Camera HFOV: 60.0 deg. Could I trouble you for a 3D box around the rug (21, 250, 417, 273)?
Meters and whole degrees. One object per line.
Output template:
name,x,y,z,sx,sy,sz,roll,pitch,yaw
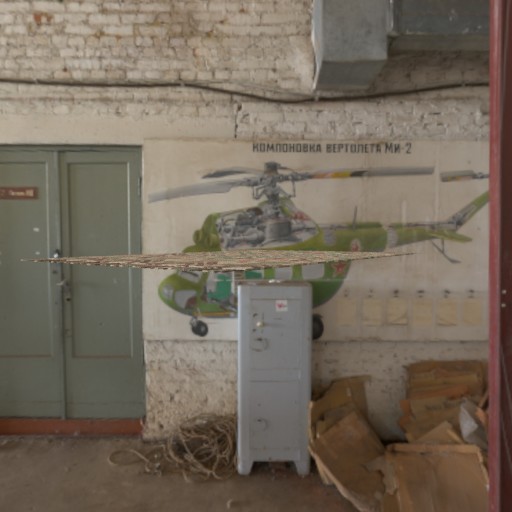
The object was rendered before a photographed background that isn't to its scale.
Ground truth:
rug,0.000,0.000,3.004,1.524,0.011,2.438,2,3,36
